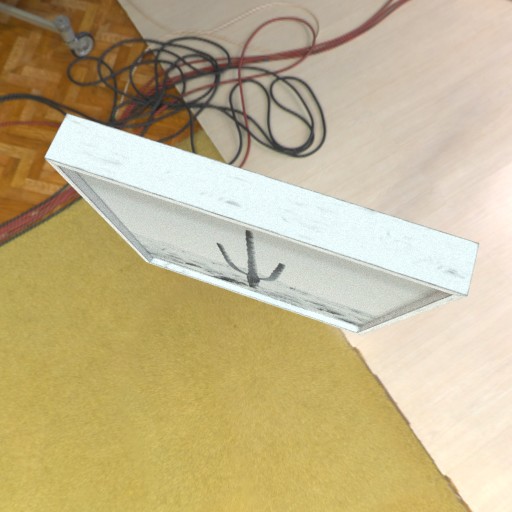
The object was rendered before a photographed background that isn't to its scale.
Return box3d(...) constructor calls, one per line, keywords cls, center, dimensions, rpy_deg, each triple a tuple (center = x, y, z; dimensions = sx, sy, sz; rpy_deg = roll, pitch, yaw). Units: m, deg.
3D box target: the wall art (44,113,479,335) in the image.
box3d(cls="wall art", center=(0.000, 0.000, 0.453), dimensions=(0.305, 0.305, 0.038), rpy_deg=(18, 76, 5))
